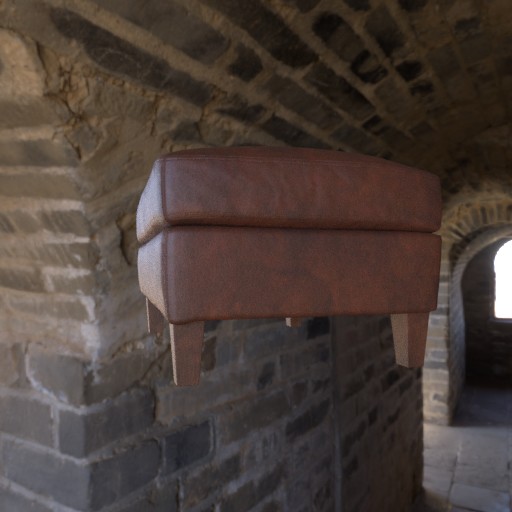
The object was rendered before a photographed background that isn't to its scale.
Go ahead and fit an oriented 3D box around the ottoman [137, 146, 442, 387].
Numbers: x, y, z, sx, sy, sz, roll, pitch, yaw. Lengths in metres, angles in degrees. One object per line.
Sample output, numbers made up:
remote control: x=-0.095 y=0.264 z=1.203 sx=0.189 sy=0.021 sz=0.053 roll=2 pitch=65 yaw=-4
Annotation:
ottoman: x=0.000 y=0.000 z=1.313 sx=0.659 sy=0.527 sz=0.887 roll=0 pitch=-1 yaw=-18
